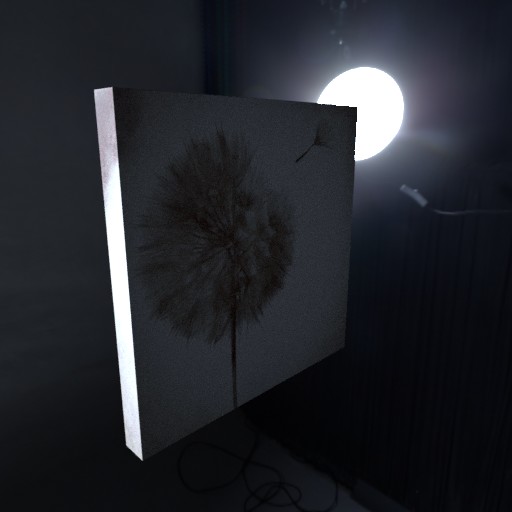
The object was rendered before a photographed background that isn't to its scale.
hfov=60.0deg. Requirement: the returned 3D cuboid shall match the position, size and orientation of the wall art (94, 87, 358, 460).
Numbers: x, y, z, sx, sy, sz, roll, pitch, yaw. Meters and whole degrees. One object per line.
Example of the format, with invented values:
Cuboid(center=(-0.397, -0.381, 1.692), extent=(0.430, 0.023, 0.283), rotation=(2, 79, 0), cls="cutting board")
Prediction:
Cuboid(center=(0.000, 0.000, 0.455), extent=(0.303, 0.303, 0.028), rotation=(-15, 21, -43), cls="wall art")
